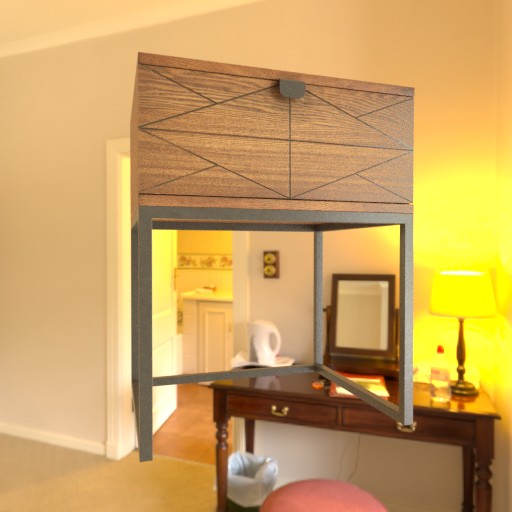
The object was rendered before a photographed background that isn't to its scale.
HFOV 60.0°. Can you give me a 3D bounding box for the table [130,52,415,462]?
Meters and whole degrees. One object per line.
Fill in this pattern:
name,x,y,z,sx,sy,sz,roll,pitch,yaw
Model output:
table,0.000,0.000,0.907,0.482,0.610,0.400,0,1,-17
